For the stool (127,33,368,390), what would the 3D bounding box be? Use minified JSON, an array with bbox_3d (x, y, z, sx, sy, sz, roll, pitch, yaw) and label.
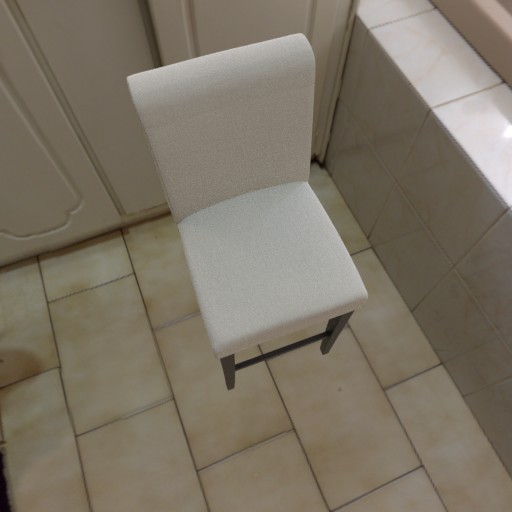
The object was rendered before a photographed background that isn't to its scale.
[{"bbox_3d":[0.000,0.000,1.436,0.452,1.124,0.597,-18,65,-9],"label":"stool"}]
